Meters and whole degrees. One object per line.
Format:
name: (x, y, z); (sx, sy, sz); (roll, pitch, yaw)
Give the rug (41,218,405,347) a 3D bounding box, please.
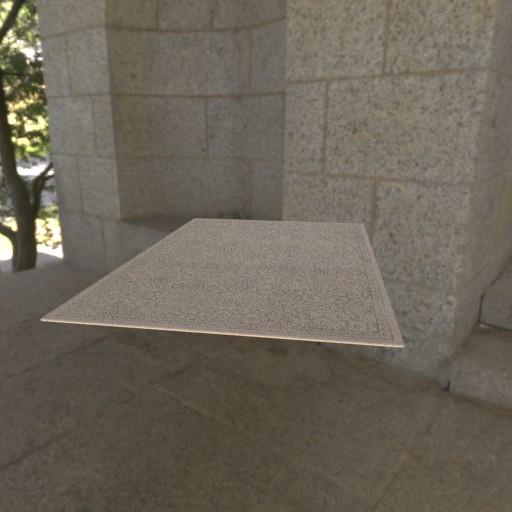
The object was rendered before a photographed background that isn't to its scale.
rug: (0.000, 0.000, 2.883); (1.524, 0.011, 2.286); (3, 16, 9)
